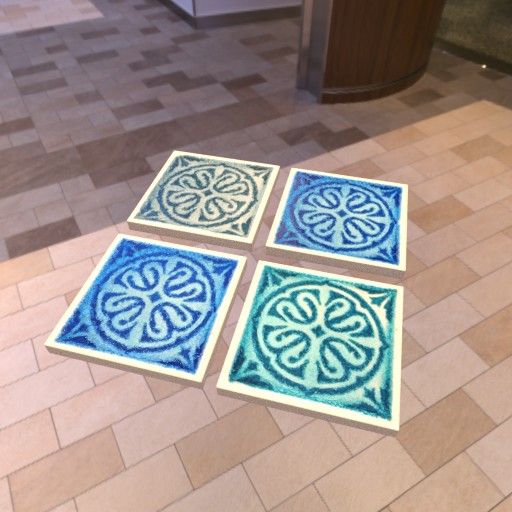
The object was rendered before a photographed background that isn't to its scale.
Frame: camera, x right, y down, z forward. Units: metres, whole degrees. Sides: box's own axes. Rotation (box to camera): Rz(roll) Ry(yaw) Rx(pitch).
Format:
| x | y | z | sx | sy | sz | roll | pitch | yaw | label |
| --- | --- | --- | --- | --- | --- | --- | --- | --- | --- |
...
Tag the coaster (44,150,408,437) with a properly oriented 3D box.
| x | y | z | sx | sy | sz | roll | pitch | yaw | label |
| --- | --- | --- | --- | --- | --- | --- | --- | --- | --- |
| 0.000 | 0.000 | 0.329 | 0.214 | 0.010 | 0.219 | 10 | 47 | 10 | coaster |
